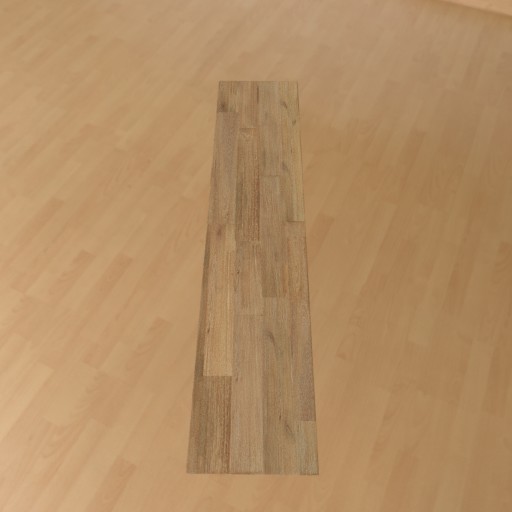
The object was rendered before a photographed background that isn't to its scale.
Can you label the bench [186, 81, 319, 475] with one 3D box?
[{"bbox_3d":[0.000,0.000,1.874,0.378,0.431,1.698,1,59,0],"label":"bench"}]
